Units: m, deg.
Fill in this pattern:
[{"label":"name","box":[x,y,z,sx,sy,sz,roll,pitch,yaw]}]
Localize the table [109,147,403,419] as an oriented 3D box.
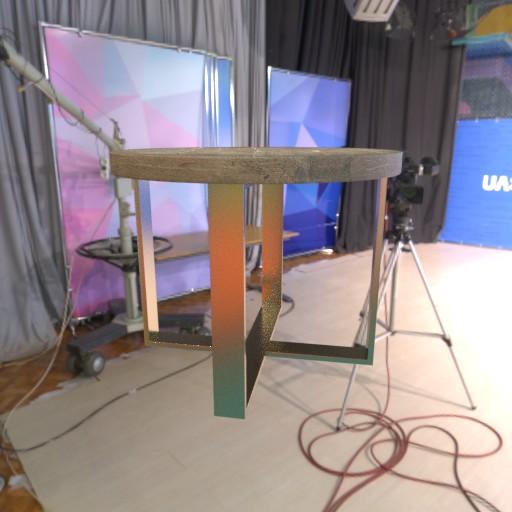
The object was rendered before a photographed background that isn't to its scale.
[{"label":"table","box":[0.000,0.000,0.942,0.557,0.437,0.557,0,15,0]}]
